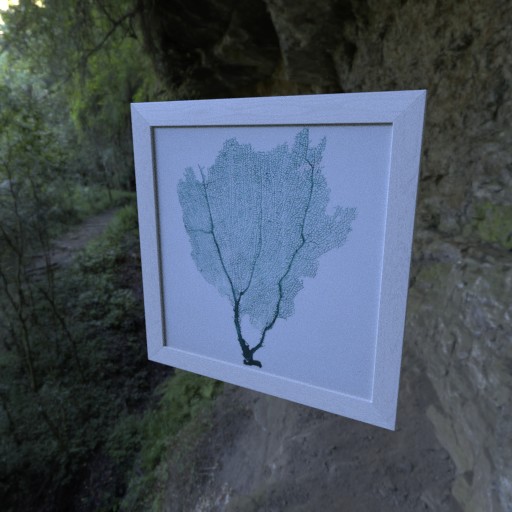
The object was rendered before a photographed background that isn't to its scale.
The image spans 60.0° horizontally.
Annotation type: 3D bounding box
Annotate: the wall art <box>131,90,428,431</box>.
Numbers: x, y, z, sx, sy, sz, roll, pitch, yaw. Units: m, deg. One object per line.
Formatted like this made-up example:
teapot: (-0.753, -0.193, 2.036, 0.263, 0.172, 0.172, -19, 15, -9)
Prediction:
wall art: (0.000, 0.000, 0.857, 0.572, 0.577, 0.015, 8, 17, 27)
